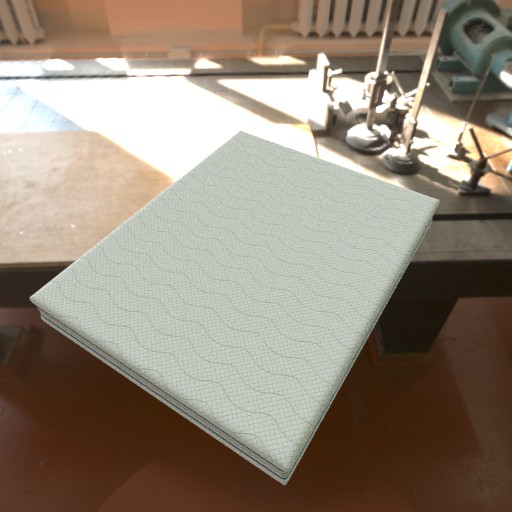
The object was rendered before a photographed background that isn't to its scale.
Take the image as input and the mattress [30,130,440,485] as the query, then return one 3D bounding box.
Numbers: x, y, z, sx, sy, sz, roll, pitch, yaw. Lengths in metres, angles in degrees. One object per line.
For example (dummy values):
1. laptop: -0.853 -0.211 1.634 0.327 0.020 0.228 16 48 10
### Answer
1. mattress: 0.000 0.000 2.717 1.600 0.230 2.000 25 52 22
